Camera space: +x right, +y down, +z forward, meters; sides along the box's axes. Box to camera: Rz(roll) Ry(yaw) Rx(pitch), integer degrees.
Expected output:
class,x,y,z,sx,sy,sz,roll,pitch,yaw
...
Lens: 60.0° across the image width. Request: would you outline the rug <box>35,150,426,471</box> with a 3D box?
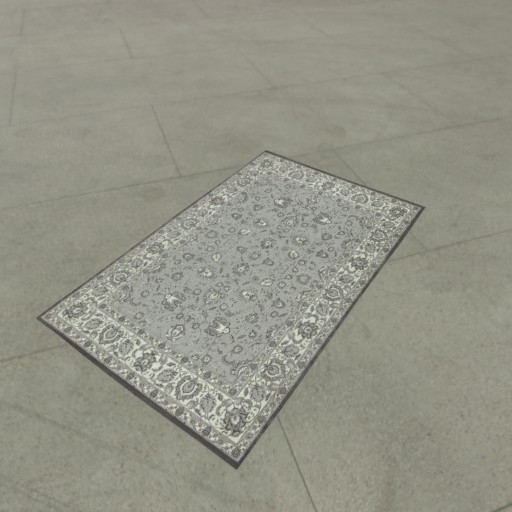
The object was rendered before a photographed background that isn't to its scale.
class,x,y,z,sx,sy,sz,roll,pitch,yaw
rug,0.000,0.000,3.037,1.524,0.011,2.438,26,49,25
